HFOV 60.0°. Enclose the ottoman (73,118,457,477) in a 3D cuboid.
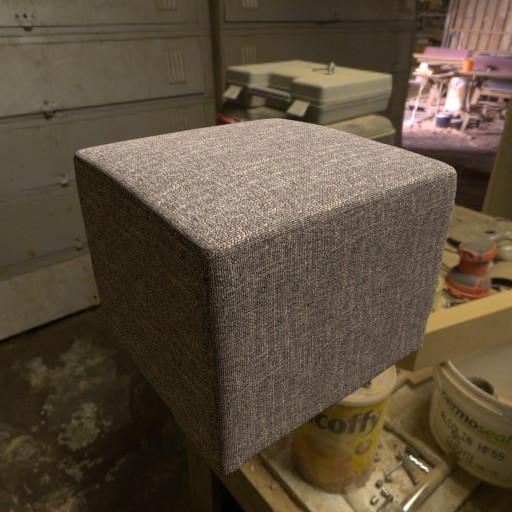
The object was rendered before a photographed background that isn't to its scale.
[{"bbox_3d":[0.000,0.000,0.886,0.521,0.453,0.512,-20,34,-32],"label":"ottoman"}]
